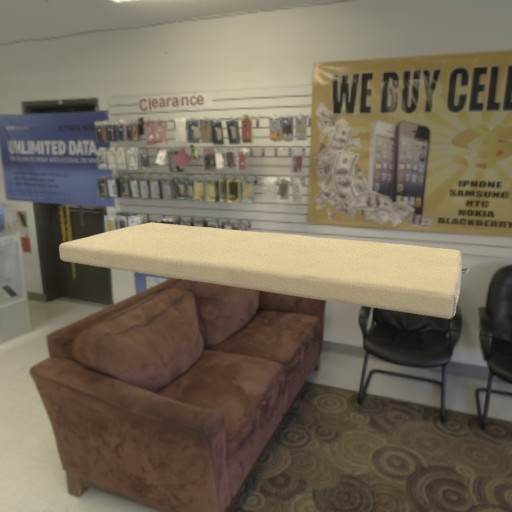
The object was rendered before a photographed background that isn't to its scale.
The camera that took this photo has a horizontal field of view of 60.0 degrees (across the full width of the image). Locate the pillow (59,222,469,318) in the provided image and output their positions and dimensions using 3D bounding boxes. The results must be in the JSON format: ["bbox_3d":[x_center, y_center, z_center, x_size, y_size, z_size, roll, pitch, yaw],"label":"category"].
[{"bbox_3d":[0.000,0.000,1.361,1.187,0.081,0.492,7,15,25],"label":"pillow"}]
